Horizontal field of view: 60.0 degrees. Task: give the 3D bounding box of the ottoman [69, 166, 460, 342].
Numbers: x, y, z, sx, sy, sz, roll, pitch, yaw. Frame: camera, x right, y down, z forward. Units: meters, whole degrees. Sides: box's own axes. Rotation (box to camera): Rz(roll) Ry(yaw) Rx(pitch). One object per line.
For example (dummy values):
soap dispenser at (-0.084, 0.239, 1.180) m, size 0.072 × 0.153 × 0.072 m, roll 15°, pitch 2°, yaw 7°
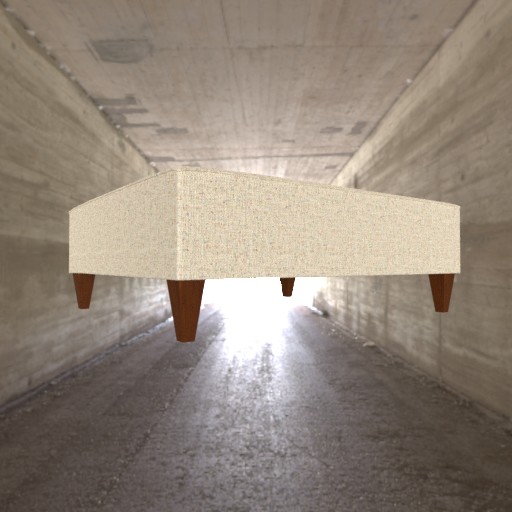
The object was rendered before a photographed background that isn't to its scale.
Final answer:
ottoman at (0.000, 0.000, 1.245) m, size 0.835 × 0.303 × 0.736 m, roll 1°, pitch -1°, yaw -36°
